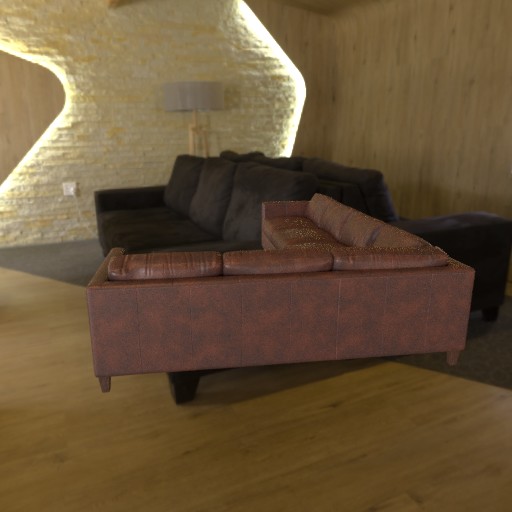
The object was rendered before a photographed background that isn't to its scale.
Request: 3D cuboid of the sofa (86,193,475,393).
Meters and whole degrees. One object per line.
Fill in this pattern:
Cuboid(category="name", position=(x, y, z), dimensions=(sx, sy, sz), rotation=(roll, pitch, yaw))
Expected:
Cuboid(category="sofa", position=(0.000, 0.000, 4.262), dimensions=(2.438, 0.836, 3.152), rotation=(-2, 15, -8))
